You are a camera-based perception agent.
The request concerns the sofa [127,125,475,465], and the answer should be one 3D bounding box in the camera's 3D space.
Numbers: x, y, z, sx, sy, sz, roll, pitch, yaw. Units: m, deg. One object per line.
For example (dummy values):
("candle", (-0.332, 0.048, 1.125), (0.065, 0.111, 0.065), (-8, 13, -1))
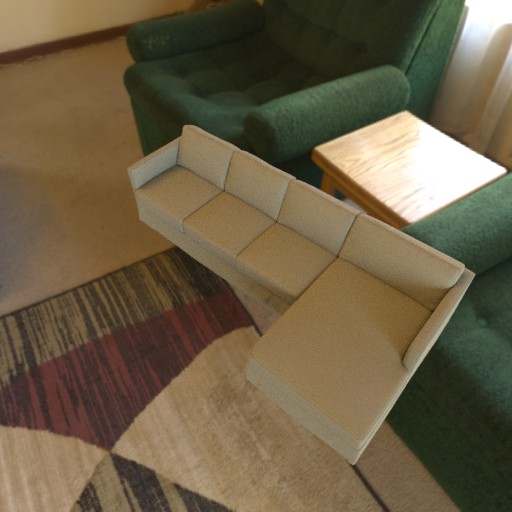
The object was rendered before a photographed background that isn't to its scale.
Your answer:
("sofa", (0.000, 0.000, 3.926), (3.177, 0.867, 1.622), (32, 56, 26))
